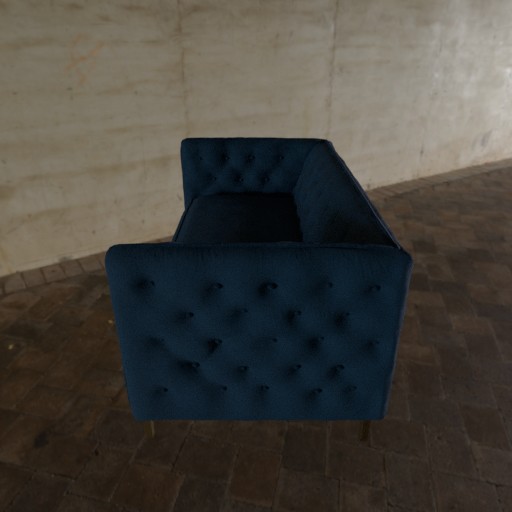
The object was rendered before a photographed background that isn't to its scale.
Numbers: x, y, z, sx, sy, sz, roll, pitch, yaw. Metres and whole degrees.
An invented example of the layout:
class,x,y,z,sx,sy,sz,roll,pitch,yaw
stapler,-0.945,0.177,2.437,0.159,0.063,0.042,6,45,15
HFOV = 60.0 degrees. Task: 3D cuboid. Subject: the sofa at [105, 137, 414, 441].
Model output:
class,x,y,z,sx,sy,sz,roll,pitch,yaw
sofa,0.000,0.000,2.098,0.909,0.810,1.583,0,27,0
